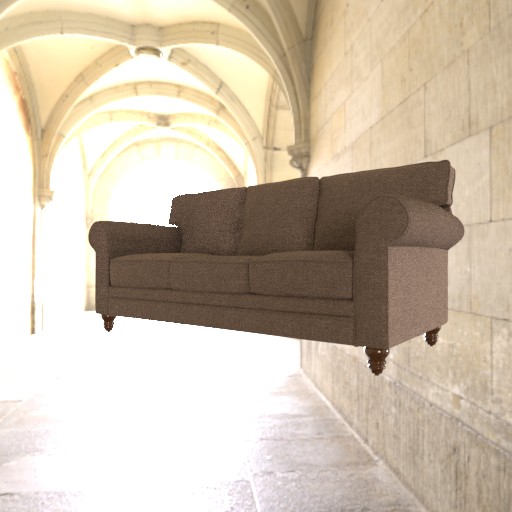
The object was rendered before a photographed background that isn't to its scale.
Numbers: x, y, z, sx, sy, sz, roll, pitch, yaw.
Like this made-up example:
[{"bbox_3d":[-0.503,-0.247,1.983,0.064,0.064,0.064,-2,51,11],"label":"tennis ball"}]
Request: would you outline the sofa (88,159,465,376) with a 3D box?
[{"bbox_3d":[0.000,0.000,2.582,2.084,0.961,0.916,0,-1,37],"label":"sofa"}]
